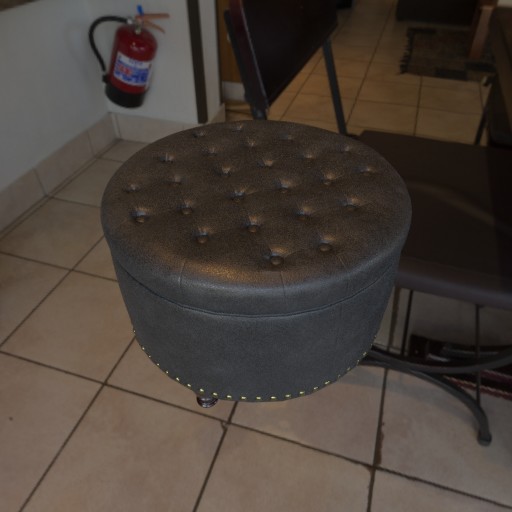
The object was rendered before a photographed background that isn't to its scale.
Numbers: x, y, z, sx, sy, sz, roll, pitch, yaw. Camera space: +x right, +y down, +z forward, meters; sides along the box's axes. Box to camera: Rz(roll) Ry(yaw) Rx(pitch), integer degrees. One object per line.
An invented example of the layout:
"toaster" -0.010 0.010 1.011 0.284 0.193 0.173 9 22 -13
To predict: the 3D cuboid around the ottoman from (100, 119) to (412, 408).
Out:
"ottoman" 0.000 0.000 1.054 0.637 0.442 0.637 0 41 0
